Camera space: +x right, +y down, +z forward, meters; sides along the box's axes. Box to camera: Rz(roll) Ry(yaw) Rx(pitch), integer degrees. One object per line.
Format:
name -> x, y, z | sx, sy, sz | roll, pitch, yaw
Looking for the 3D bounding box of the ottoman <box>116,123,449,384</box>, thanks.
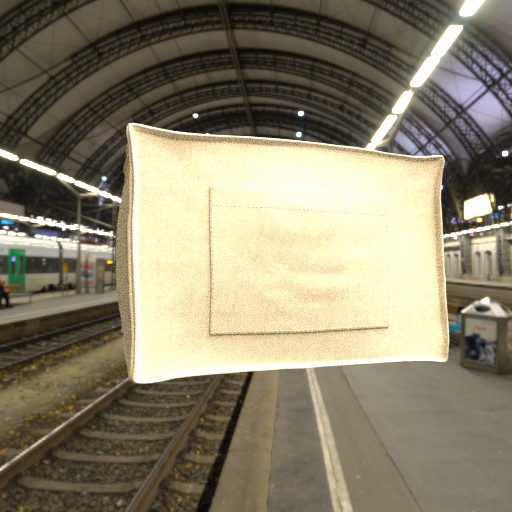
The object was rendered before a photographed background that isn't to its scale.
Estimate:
ottoman -> 0.000, 0.000, 1.174 | 0.707, 0.470, 0.696 | 0, -2, -17
